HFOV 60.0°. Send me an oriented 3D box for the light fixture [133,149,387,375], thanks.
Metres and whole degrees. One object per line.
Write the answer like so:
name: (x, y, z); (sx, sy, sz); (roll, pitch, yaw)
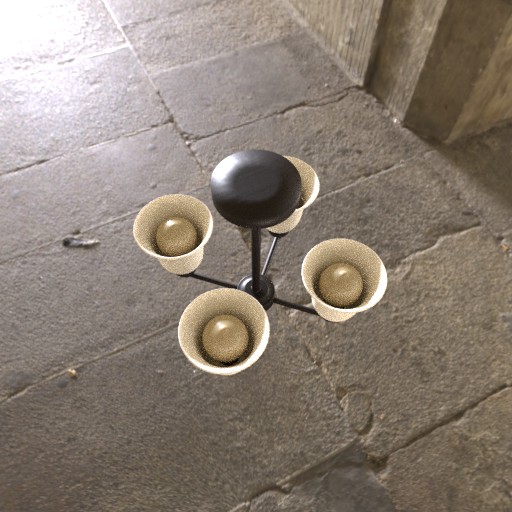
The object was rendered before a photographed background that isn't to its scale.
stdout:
light fixture: (0.000, 0.000, 1.854); (1.069, 0.925, 1.069); (16, 60, 10)
